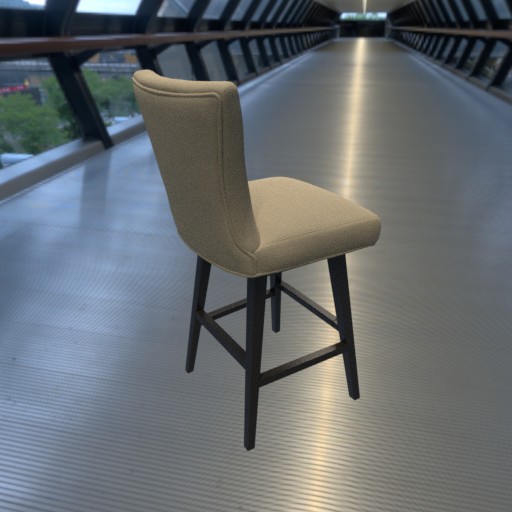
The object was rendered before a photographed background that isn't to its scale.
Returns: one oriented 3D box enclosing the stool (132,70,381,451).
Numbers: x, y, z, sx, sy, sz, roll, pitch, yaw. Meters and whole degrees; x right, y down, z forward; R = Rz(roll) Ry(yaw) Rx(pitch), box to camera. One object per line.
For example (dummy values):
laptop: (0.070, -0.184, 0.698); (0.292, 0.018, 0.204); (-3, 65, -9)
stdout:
stool: (0.000, 0.000, 1.409); (0.574, 1.086, 0.514); (-16, 31, -30)
